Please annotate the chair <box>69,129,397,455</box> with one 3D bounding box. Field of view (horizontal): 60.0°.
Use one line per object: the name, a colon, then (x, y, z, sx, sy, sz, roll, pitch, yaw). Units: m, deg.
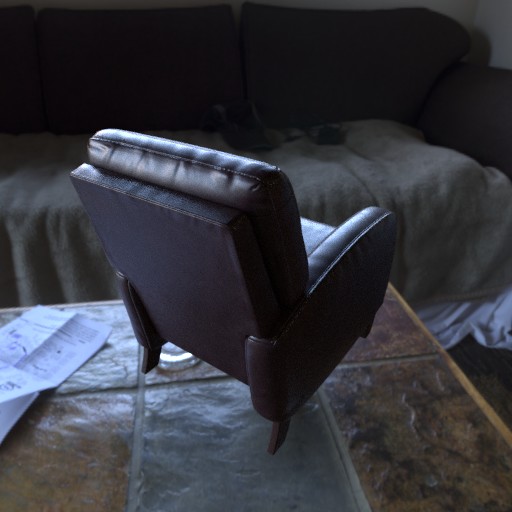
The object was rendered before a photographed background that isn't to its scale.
chair: (0.000, 0.000, 1.639, 0.762, 0.990, 0.990, 20, 35, 31)
